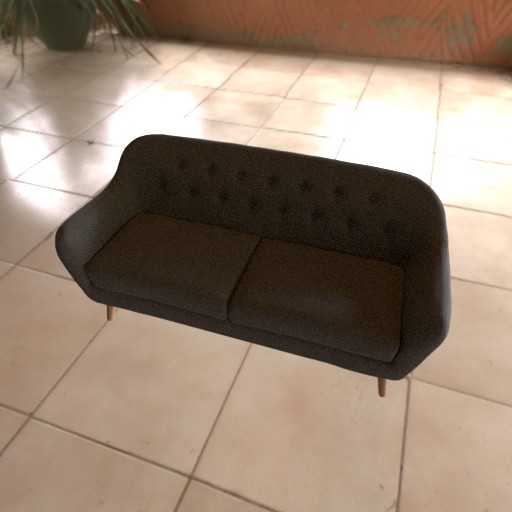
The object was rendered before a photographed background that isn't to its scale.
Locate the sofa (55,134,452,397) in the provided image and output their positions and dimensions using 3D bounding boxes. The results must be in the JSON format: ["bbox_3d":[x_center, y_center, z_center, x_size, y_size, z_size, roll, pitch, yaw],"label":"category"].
[{"bbox_3d":[0.000,0.000,2.288,1.840,0.820,0.820,12,42,14],"label":"sofa"}]
